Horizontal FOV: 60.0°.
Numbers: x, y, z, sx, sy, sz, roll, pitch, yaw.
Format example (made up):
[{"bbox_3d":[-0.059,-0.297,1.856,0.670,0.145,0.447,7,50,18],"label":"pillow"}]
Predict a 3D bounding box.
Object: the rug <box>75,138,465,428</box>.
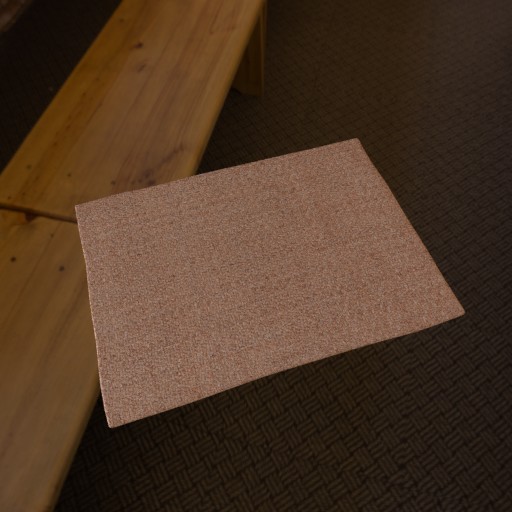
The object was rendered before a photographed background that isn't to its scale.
[{"bbox_3d":[0.000,0.000,2.858,2.141,0.013,1.566,-16,61,-9],"label":"rug"}]
